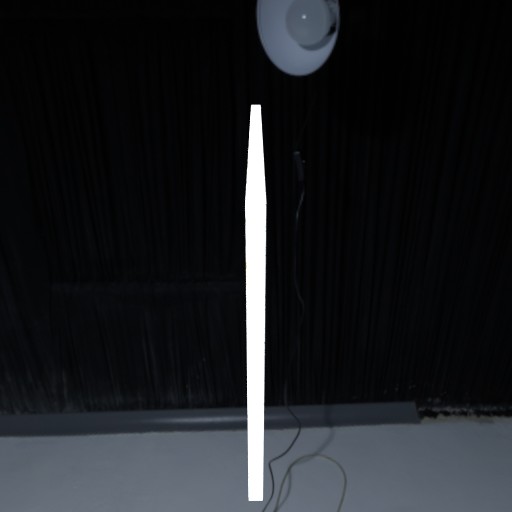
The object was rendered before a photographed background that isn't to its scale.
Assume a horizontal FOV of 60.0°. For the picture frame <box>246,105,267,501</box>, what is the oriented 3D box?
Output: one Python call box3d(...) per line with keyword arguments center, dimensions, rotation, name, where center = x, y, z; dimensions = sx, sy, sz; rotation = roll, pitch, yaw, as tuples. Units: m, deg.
box3d(center=(0.000, 0.000, 1.186), dimensions=(0.029, 0.640, 0.950), rotation=(0, 27, 0), name="picture frame")
